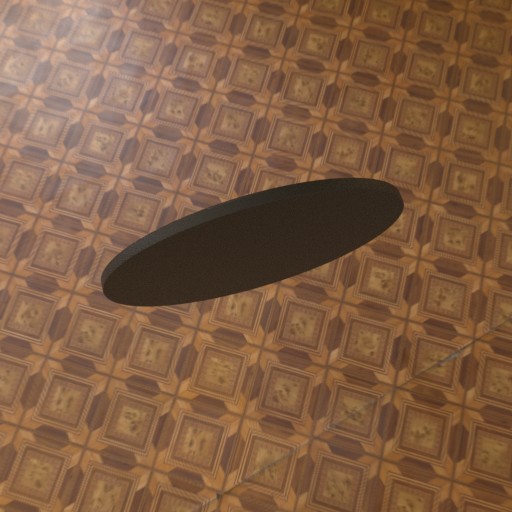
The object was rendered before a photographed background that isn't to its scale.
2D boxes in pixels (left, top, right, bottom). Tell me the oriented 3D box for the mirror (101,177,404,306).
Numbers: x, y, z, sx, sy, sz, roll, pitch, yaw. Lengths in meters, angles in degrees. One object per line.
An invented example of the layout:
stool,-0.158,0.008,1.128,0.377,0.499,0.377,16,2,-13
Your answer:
mirror,0.000,0.000,1.612,1.077,1.077,0.036,-16,76,-4
